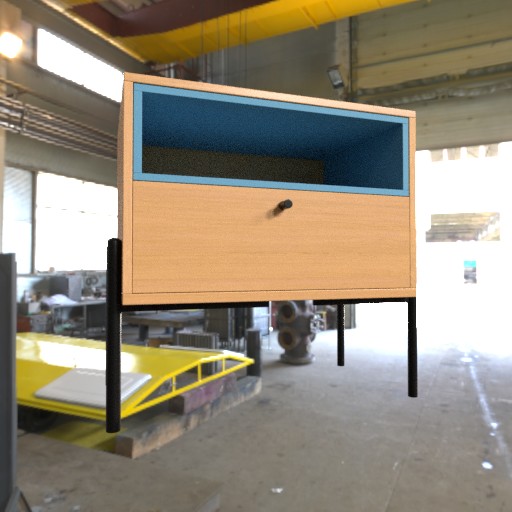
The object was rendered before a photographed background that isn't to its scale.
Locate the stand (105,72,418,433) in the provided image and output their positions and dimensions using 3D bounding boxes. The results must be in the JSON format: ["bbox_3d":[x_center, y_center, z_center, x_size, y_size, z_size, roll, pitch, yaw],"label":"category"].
[{"bbox_3d":[0.000,0.000,0.986,0.630,0.600,0.400,0,-1,-19],"label":"stand"}]
